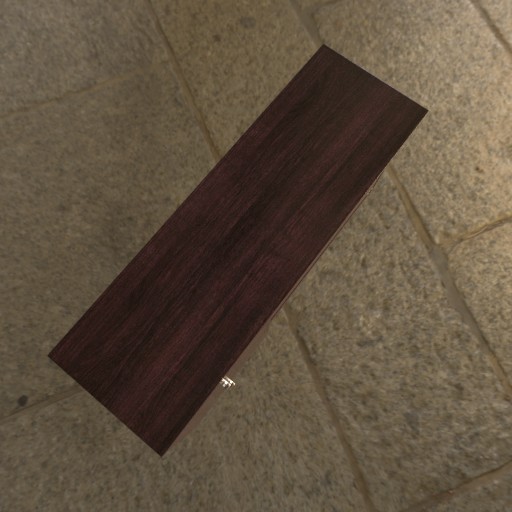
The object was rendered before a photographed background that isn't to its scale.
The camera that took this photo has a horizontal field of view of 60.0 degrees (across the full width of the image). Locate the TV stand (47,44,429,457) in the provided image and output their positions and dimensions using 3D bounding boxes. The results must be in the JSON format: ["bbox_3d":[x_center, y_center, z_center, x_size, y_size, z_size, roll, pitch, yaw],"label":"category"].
[{"bbox_3d":[0.000,0.000,1.503,0.404,0.614,1.192,37,78,9],"label":"TV stand"}]
